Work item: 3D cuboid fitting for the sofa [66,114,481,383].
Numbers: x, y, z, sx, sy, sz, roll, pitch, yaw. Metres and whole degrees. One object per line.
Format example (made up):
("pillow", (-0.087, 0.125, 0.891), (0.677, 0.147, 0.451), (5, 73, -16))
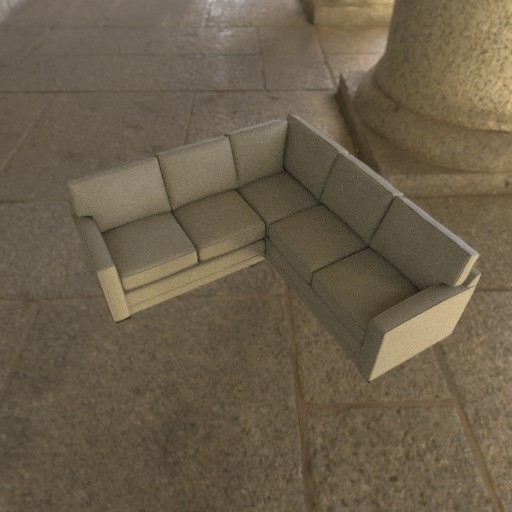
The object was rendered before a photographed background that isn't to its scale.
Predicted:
("sofa", (0.000, 0.000, 3.338), (2.188, 0.936, 2.211), (-23, 49, -21))
